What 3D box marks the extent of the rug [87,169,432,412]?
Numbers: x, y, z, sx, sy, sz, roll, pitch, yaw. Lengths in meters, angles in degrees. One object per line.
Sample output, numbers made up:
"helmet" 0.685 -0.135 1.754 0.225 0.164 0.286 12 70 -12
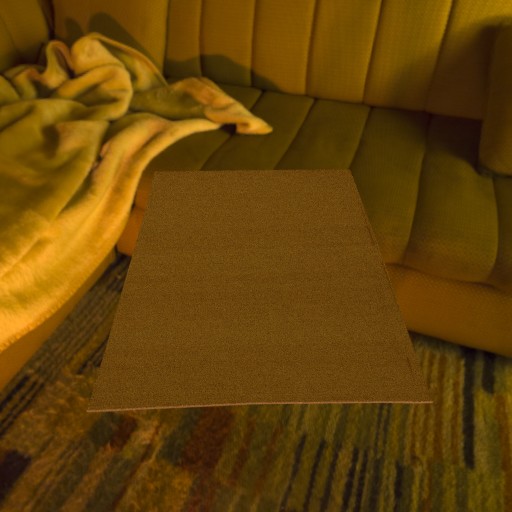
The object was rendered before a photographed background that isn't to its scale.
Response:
"rug" 0.000 0.000 4.297 2.434 0.045 3.202 -1 42 -1
